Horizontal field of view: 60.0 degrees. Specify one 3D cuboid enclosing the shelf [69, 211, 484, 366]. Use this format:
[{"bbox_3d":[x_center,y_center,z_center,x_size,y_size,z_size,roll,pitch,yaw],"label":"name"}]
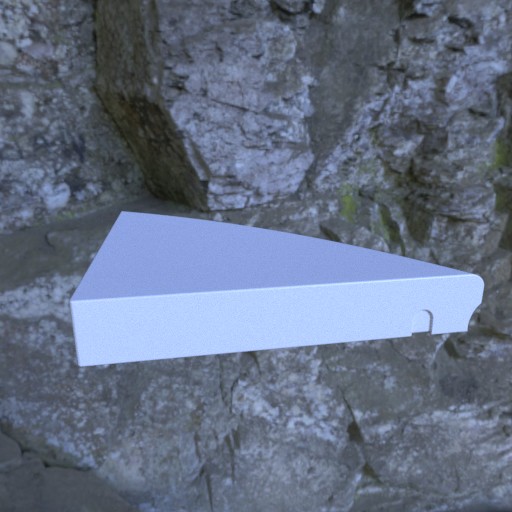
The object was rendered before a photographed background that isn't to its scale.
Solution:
[{"bbox_3d":[0.000,0.000,0.473,0.310,0.050,0.310,-3,18,-10],"label":"shelf"}]
